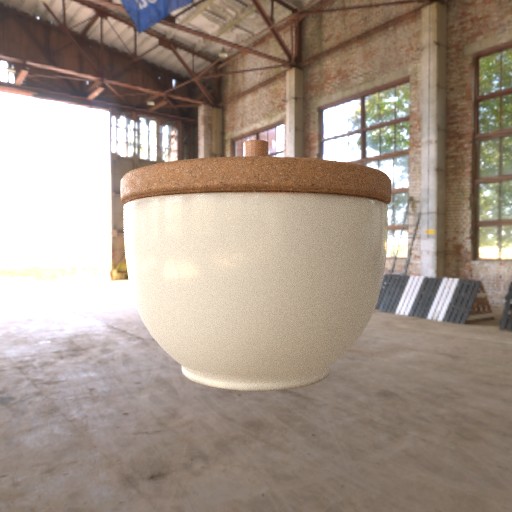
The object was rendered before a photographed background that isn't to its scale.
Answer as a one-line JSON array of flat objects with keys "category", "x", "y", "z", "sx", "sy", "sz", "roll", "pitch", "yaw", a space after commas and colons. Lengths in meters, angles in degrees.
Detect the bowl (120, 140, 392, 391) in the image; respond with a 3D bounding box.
[{"category": "bowl", "x": 0.000, "y": 0.000, "z": 0.216, "sx": 0.126, "sy": 0.110, "sz": 0.126, "roll": 0, "pitch": 1, "yaw": 0}]
